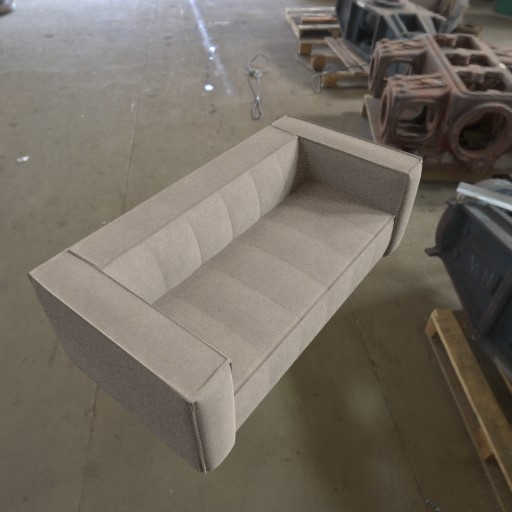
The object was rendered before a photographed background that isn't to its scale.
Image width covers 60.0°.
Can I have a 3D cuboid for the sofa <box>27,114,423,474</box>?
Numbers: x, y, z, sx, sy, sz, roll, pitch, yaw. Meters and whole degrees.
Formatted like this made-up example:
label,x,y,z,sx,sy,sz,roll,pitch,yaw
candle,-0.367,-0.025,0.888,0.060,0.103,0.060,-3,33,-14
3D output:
label,x,y,z,sx,sy,sz,roll,pitch,yaw
sofa,0.000,0.000,2.458,1.038,0.680,1.995,28,49,27
